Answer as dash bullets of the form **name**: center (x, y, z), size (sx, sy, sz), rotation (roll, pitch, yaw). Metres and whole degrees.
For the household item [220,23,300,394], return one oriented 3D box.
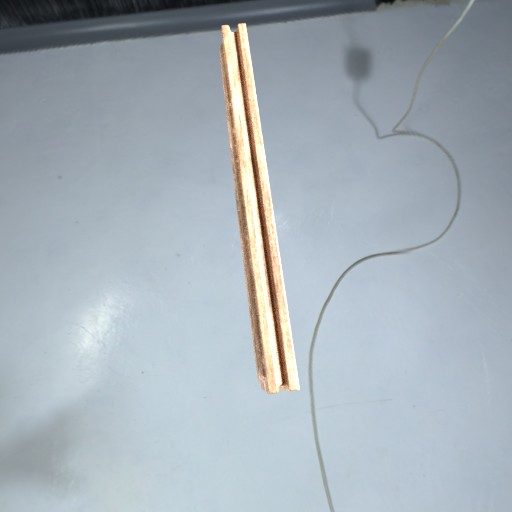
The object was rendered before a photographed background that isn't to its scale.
- **household item**: center (0.000, 0.000, 0.320), size (0.018, 0.237, 0.186), rotation (-7, 74, -2)
